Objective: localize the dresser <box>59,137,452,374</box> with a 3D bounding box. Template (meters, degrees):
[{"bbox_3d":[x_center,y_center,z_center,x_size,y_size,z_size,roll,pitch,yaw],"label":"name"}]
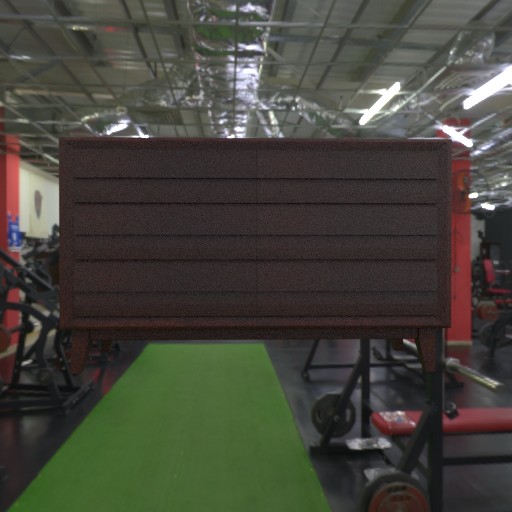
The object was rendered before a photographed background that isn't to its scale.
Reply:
[{"bbox_3d":[0.000,0.000,2.064,1.609,0.971,0.499,0,1,-1],"label":"dresser"}]
